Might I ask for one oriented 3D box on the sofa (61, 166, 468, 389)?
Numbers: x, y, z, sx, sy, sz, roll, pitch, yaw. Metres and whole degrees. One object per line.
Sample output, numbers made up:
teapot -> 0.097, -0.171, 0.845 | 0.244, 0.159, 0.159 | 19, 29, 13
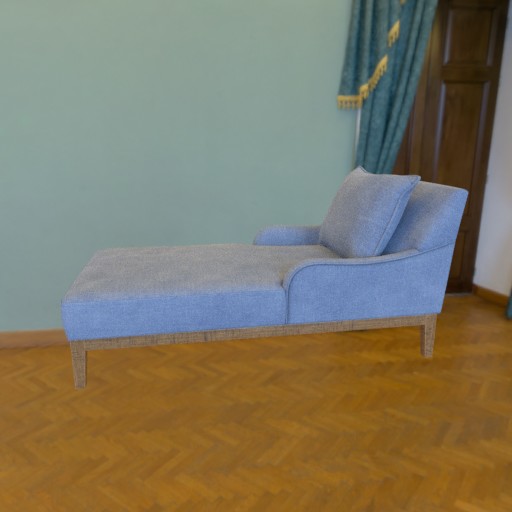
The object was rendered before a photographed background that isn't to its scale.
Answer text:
sofa -> 0.000, 0.000, 2.340 | 1.779, 0.883, 0.904 | -3, 15, -10
